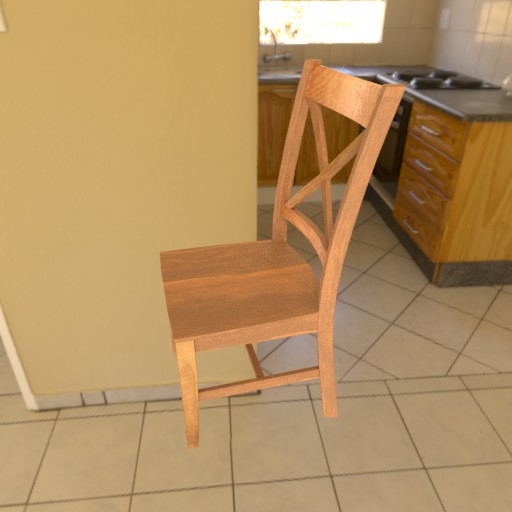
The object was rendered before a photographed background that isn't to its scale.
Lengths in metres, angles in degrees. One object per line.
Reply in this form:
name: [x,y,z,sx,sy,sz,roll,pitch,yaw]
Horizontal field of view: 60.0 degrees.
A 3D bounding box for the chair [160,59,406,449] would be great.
chair: [0.000,0.000,1.281,0.542,0.983,0.485,-8,31,-13]
